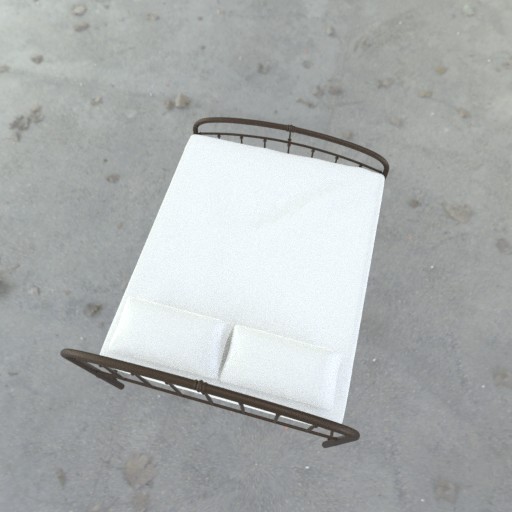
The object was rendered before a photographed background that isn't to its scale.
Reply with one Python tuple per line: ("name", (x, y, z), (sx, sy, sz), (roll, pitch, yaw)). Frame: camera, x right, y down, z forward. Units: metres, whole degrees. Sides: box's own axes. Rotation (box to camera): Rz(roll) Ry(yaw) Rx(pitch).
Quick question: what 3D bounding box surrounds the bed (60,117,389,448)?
("bed", (0.000, 0.000, 3.221), (1.711, 1.425, 2.180), (14, 66, 6))
